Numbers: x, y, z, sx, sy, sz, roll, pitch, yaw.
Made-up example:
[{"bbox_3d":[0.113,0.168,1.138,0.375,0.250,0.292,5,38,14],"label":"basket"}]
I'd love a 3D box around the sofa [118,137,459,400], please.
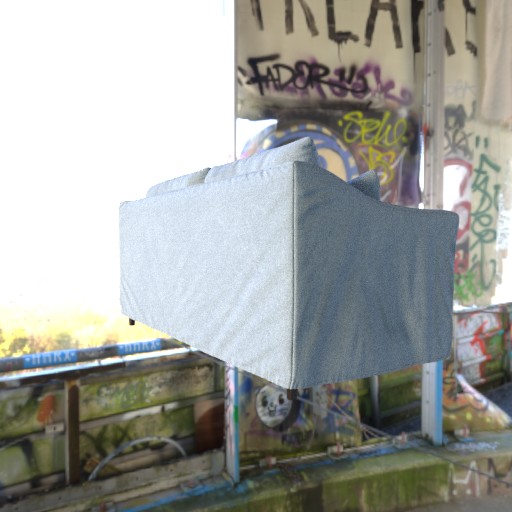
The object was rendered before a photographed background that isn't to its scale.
[{"bbox_3d":[0.000,0.000,2.666,1.072,1.018,2.010,-1,2,-34],"label":"sofa"}]
